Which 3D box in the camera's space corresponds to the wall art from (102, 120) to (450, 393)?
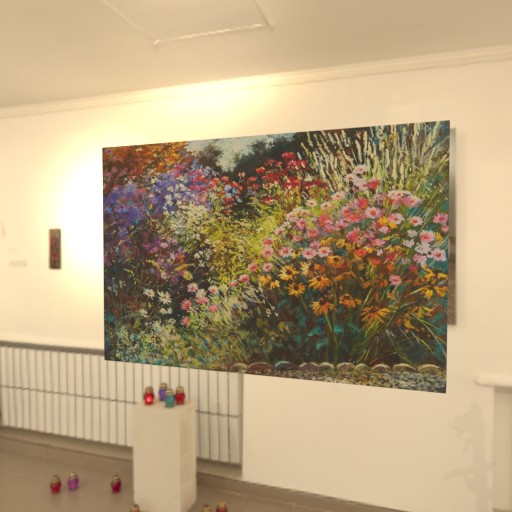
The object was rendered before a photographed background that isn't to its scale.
[{"bbox_3d":[0.000,0.000,1.427,1.136,0.760,0.042,1,2,18],"label":"wall art"}]
